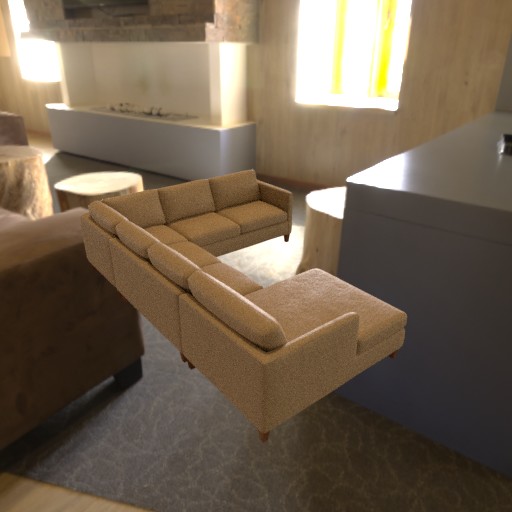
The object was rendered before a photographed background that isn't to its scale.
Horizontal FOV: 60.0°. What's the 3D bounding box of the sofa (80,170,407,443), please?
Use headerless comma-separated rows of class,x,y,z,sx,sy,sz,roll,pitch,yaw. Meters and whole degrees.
sofa,0.000,0.000,4.692,2.551,0.889,3.403,-19,31,-34
